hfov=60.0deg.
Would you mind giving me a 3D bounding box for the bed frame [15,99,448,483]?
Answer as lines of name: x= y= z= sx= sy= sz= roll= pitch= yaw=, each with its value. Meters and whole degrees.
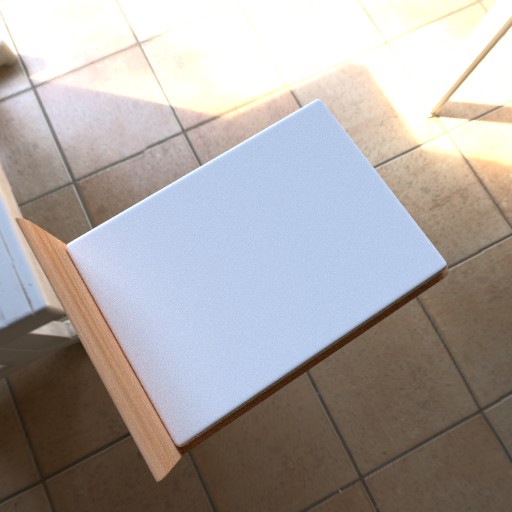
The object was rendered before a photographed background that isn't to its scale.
bed frame: x=0.000 y=0.000 z=2.702 sx=1.992 sy=0.940 sz=1.472 roll=-32 pitch=78 yaw=-8
